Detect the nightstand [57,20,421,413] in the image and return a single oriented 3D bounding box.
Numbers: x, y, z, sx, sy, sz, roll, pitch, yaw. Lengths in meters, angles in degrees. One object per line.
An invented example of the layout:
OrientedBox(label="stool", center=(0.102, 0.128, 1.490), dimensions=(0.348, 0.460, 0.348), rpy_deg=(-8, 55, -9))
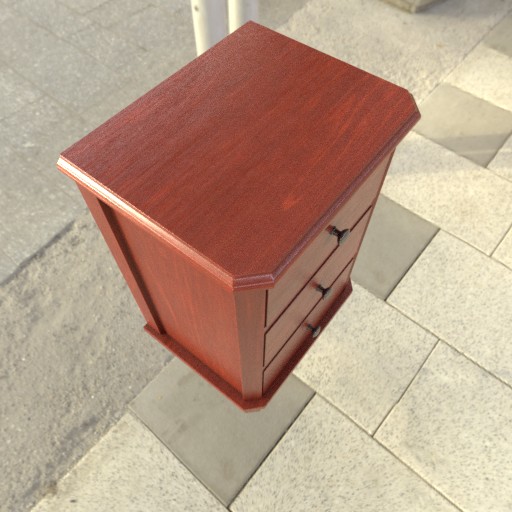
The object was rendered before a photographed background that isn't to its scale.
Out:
OrientedBox(label="nightstand", center=(0.000, 0.000, 0.913), dimensions=(0.351, 0.681, 0.435), rpy_deg=(34, 63, 19))
